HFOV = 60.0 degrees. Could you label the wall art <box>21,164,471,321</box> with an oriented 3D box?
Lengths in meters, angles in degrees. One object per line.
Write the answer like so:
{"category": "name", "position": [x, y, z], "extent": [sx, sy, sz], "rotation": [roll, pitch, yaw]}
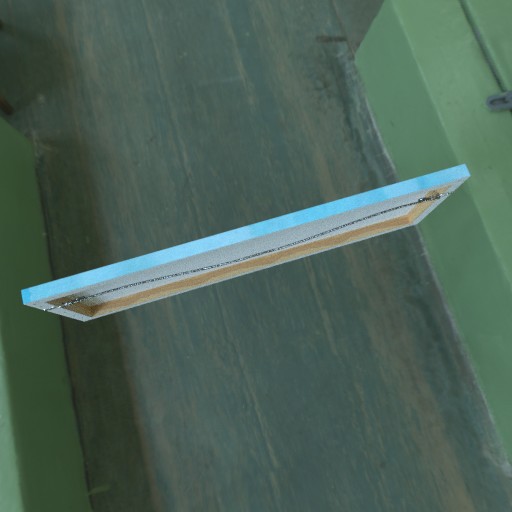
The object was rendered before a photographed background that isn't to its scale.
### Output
{"category": "wall art", "position": [0.000, 0.000, 0.841], "extent": [0.759, 0.254, 0.044], "rotation": [-16, 76, -4]}
